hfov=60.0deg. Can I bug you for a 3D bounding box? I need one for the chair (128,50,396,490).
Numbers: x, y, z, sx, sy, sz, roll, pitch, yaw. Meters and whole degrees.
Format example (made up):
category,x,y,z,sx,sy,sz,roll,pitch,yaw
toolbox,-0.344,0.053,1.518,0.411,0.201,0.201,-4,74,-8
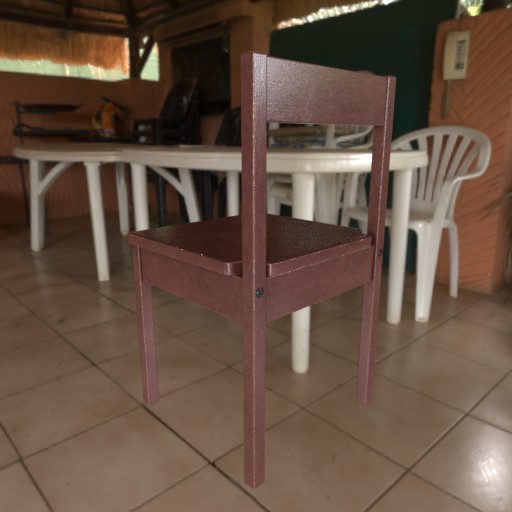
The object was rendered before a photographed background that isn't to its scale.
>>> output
category,x,y,z,sx,sy,sz,roll,pitch,yaw
chair,0.000,0.000,0.884,0.367,0.668,0.361,-14,20,-42
